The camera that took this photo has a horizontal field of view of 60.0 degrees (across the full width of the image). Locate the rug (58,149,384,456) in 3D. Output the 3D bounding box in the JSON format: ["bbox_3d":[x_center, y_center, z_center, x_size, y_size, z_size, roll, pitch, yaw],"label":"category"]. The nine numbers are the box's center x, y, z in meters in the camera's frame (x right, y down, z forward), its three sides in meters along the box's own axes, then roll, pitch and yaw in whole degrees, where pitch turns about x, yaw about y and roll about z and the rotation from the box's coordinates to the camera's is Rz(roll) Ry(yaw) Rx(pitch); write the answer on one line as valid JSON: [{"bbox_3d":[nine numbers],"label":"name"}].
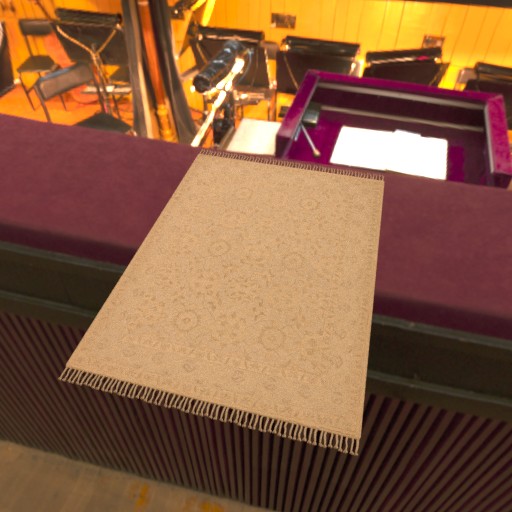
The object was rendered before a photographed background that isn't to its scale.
[{"bbox_3d":[0.000,0.000,2.306,1.223,0.015,1.771,10,47,10],"label":"rug"}]
